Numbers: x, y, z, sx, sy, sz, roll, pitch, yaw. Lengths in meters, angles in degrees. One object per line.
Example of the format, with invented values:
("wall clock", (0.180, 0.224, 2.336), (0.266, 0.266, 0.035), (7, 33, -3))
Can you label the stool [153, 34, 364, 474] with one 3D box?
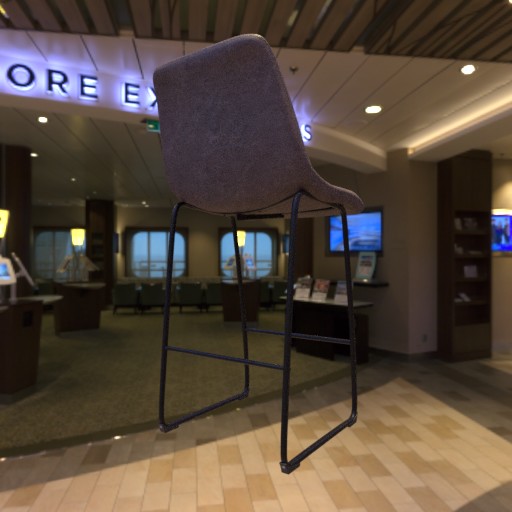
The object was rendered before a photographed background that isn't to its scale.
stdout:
("stool", (0.000, 0.000, 1.376), (0.514, 1.082, 0.561), (0, 0, 36))
